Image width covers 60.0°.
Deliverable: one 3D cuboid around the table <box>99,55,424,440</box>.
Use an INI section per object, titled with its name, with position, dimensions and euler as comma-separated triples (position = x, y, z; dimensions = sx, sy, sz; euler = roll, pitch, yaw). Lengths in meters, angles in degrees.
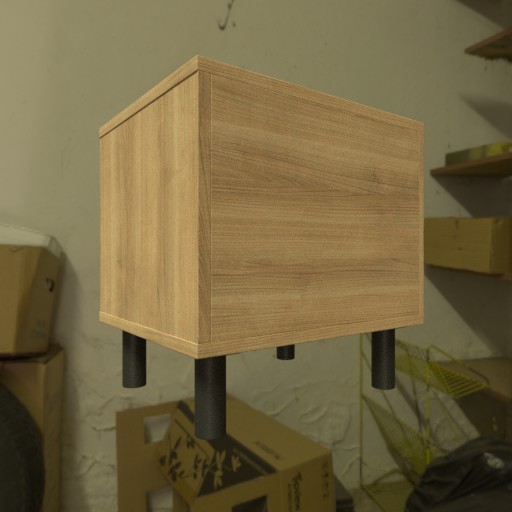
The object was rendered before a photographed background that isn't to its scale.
[table]
position = 0.000, 0.000, 0.791
dimensions = 0.445, 0.460, 0.380
euler = 0, 0, -36
